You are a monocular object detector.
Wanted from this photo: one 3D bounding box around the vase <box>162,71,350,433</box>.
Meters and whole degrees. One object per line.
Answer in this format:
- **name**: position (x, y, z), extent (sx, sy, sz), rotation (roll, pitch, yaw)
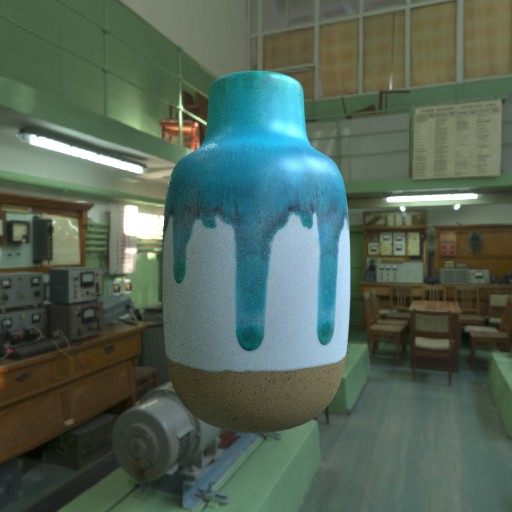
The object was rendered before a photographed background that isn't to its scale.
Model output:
- **vase**: position (0.000, 0.000, 0.255), extent (0.106, 0.192, 0.106), rotation (0, 1, 0)
